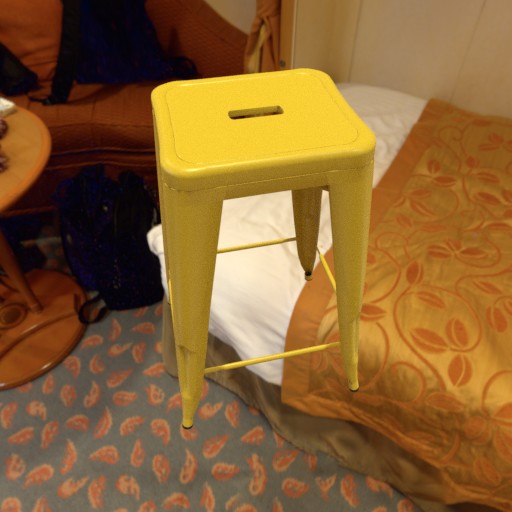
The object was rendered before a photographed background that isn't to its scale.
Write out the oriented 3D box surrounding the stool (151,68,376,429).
[{"bbox_3d":[0.000,0.000,0.862,0.399,0.609,0.359,-10,47,-9],"label":"stool"}]
